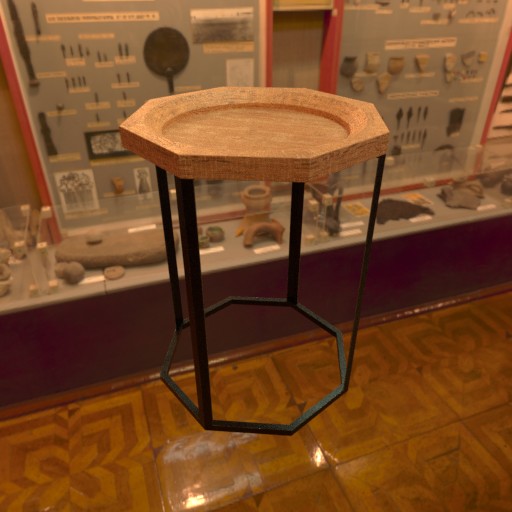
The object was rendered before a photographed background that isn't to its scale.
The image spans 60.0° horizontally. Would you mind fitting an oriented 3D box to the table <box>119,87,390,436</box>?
[{"bbox_3d":[0.000,0.000,0.876,0.437,0.553,0.437,-10,34,-15],"label":"table"}]
